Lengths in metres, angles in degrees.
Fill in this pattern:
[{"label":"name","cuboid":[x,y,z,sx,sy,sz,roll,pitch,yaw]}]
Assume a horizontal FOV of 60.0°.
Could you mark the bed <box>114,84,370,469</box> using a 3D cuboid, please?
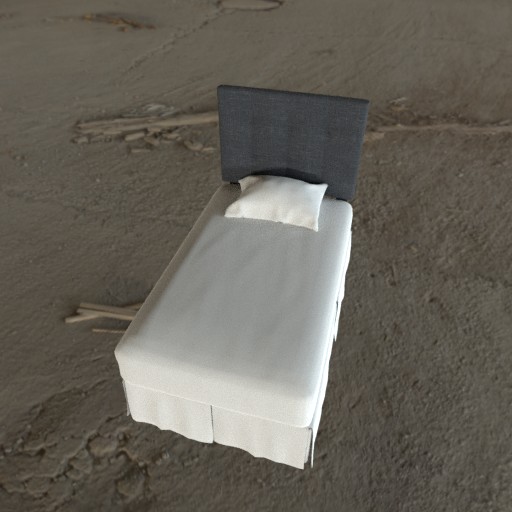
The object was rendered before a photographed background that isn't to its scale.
[{"label":"bed","cuboid":[0.000,0.000,3.045,1.261,1.571,1.997,10,42,12]}]
